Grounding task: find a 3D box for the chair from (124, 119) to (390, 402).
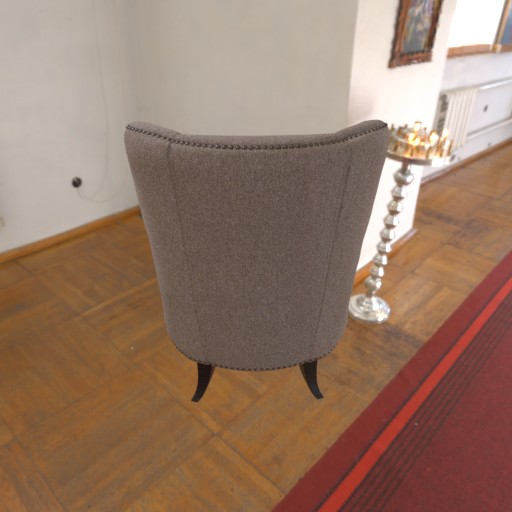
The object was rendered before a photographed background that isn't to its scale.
[{"bbox_3d":[0.000,0.000,1.618,0.759,1.060,0.758,-1,31,-2],"label":"chair"}]
